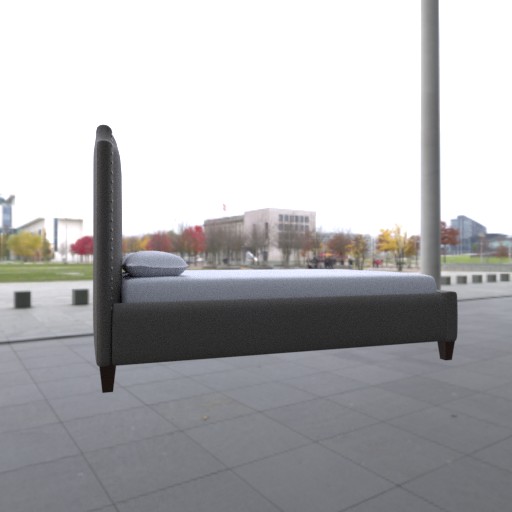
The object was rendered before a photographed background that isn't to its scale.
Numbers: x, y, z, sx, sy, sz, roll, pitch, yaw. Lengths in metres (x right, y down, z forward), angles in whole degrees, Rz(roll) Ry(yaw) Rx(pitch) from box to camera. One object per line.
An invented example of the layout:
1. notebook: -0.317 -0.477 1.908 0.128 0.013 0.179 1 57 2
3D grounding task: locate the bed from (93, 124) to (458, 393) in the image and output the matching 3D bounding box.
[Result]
1. bed: 0.000 0.000 3.456 2.372 1.443 1.712 0 0 -19
